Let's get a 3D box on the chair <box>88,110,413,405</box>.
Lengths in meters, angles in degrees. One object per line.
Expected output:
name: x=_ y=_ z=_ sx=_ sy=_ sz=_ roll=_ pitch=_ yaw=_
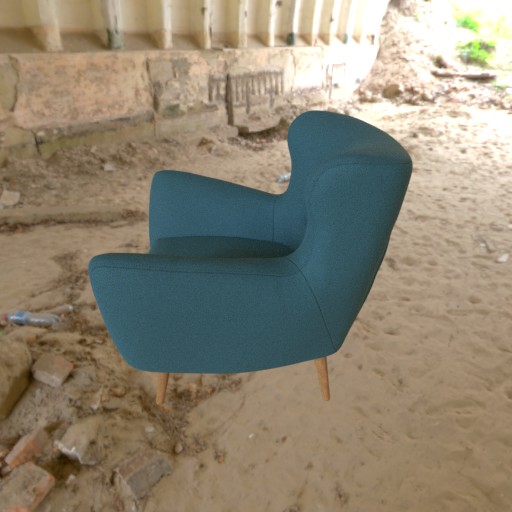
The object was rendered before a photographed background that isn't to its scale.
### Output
chair: x=0.000 y=0.000 z=1.563 sx=0.889 sy=0.889 sz=0.890 roll=0 pitch=26 yaw=0
